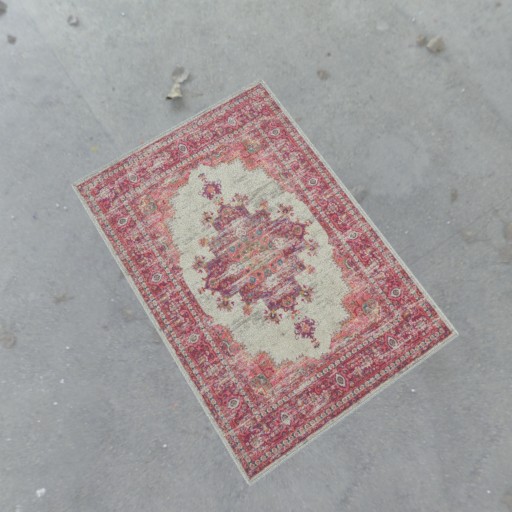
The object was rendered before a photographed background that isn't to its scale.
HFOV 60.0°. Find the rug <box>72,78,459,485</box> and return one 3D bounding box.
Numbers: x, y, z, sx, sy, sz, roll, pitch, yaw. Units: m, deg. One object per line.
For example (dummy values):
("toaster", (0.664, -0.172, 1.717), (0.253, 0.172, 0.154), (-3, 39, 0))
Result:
("rug", (0.000, 0.000, 2.257), (1.217, 0.011, 1.747), (-32, 77, -9))
